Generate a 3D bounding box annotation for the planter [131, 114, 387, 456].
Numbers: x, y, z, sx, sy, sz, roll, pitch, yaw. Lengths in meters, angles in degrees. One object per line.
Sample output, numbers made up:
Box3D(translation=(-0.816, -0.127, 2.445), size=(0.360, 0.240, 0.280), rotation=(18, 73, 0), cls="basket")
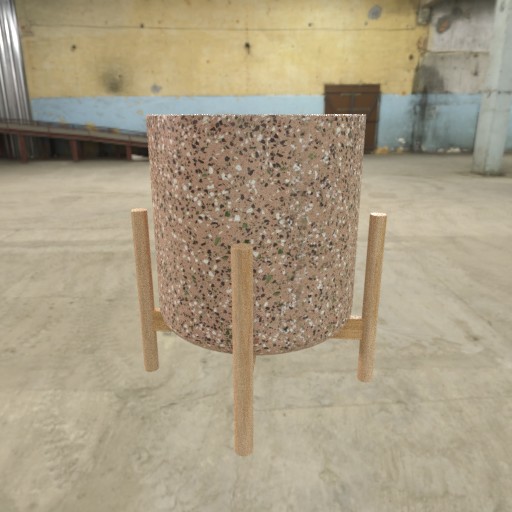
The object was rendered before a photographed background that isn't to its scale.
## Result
Box3D(translation=(0.000, 0.000, 0.690), size=(0.360, 0.419, 0.360), rotation=(9, 20, 26), cls="planter")
